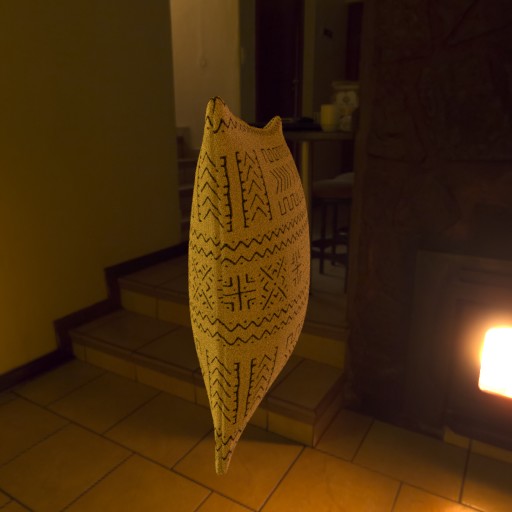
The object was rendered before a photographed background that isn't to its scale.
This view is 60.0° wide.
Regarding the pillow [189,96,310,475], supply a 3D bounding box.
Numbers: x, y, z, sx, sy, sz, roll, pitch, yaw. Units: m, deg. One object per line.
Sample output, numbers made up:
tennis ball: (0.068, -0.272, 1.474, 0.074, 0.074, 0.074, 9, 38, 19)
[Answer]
pillow: (0.000, 0.000, 0.677, 0.164, 0.430, 0.438, 3, 16, 10)
